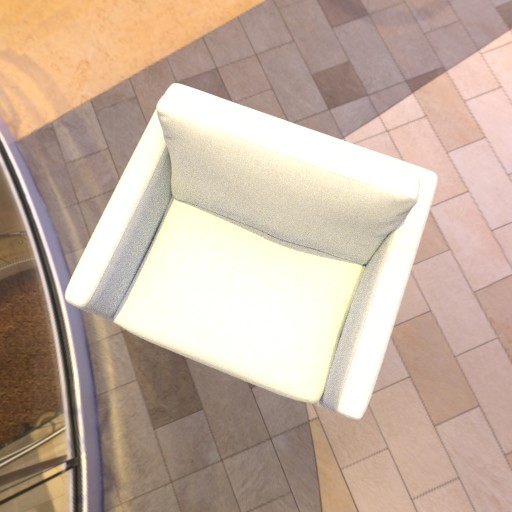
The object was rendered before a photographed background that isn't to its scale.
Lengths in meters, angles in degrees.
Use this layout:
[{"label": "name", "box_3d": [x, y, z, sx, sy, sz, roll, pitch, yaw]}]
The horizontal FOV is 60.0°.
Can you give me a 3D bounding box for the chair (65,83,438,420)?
[{"label": "chair", "box_3d": [0.000, 0.000, 1.818, 1.107, 0.961, 0.953, 21, 76, 5]}]
